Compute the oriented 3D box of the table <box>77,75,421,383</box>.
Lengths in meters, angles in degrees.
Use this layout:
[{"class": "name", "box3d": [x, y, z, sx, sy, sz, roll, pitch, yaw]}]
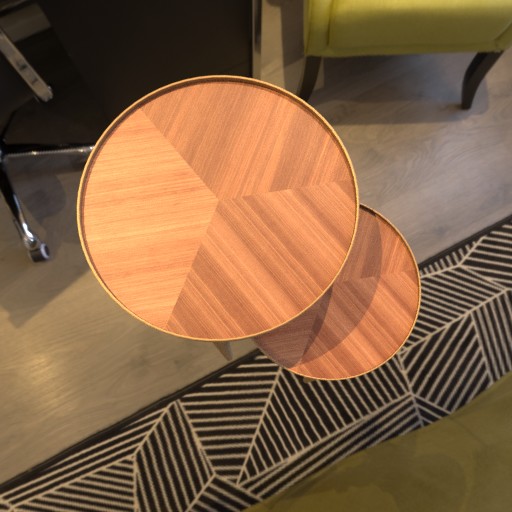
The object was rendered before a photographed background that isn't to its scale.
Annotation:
[{"class": "table", "box3d": [0.000, 0.000, 1.094, 0.751, 0.555, 0.532, 31, 78, 7]}]
